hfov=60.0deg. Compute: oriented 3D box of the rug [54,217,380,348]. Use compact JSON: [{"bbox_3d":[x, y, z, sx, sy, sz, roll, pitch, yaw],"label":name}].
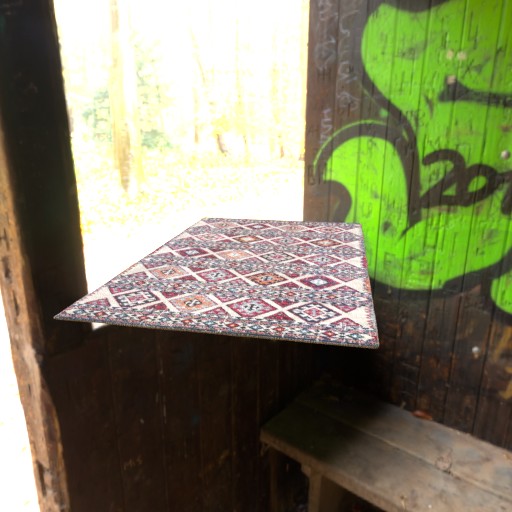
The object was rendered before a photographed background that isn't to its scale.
[{"bbox_3d":[0.000,0.000,3.149,1.545,0.010,2.440,3,17,11],"label":"rug"}]
